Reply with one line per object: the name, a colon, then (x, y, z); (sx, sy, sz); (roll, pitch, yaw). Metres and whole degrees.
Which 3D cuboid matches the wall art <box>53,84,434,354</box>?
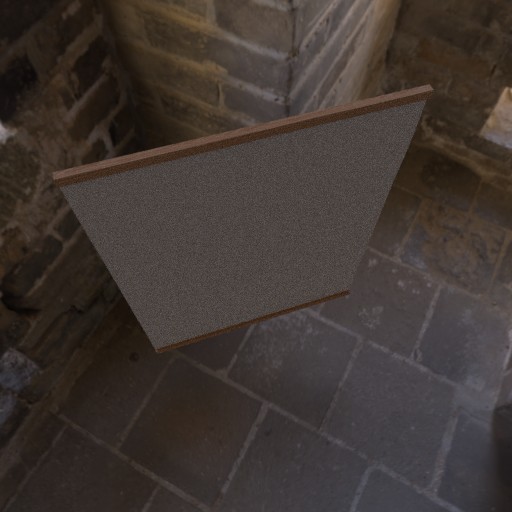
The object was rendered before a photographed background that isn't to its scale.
wall art: (0.000, 0.000, 0.669); (0.404, 0.507, 0.010); (-16, 60, -9)
